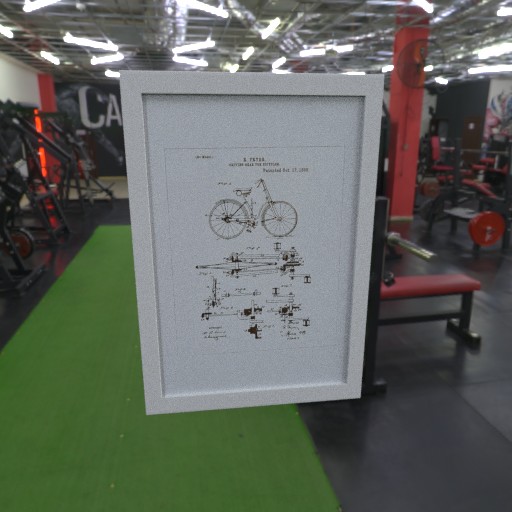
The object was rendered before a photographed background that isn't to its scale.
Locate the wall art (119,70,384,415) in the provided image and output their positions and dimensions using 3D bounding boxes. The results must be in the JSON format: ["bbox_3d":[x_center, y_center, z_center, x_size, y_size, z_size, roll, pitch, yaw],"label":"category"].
[{"bbox_3d":[0.000,0.000,0.622,0.332,0.477,0.015,-2,16,-7],"label":"wall art"}]
